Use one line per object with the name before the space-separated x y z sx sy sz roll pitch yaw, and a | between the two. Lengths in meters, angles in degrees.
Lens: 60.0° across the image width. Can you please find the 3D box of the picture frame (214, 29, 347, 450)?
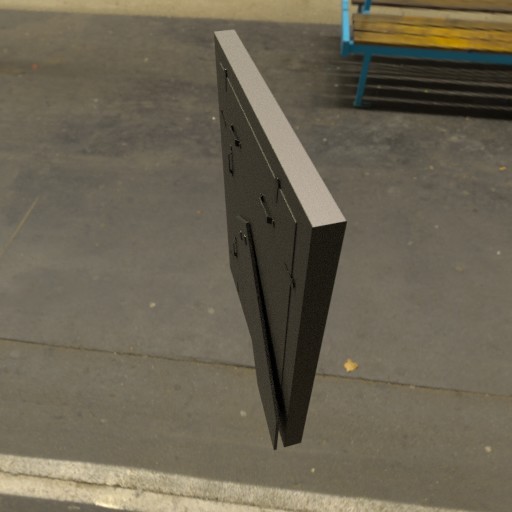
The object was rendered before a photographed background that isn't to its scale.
picture frame | 0.000 0.000 0.512 0.036 0.383 0.307 -11 49 -10
